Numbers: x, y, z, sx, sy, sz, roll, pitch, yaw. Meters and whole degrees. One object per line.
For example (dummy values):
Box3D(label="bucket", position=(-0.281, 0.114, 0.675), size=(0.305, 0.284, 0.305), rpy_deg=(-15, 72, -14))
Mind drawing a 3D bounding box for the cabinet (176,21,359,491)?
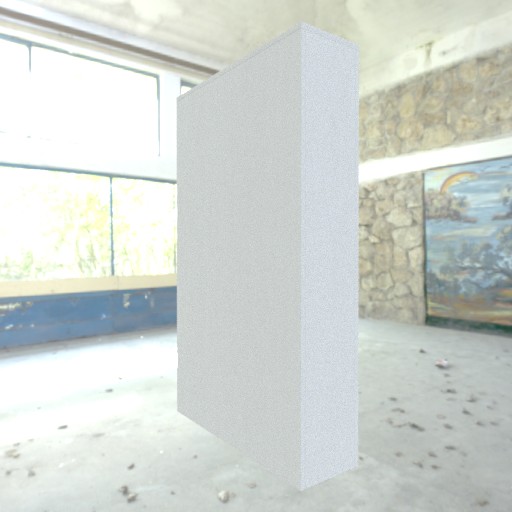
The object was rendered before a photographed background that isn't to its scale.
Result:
Box3D(label="cabinet", position=(0.000, 0.000, 1.583), size=(0.250, 1.280, 0.750), rpy_deg=(-1, 1, -37))
